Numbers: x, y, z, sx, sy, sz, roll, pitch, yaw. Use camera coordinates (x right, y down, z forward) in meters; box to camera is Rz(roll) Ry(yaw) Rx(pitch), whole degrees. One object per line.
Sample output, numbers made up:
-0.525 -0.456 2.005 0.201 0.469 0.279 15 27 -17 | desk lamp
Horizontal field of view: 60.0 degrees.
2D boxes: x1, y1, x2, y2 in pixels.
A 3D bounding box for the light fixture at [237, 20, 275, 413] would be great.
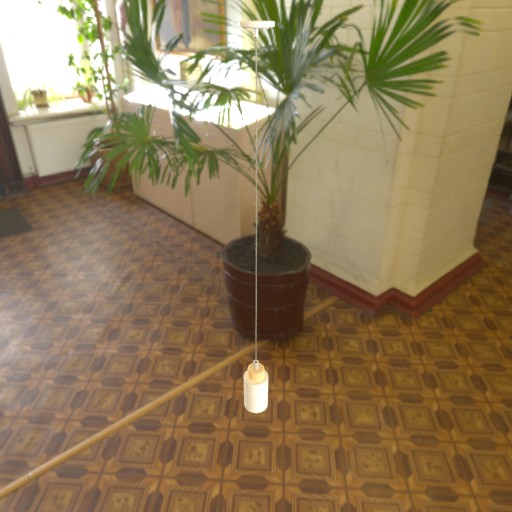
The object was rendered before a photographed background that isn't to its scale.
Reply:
0.000 0.000 1.920 0.125 1.798 0.125 2 29 3 | light fixture
